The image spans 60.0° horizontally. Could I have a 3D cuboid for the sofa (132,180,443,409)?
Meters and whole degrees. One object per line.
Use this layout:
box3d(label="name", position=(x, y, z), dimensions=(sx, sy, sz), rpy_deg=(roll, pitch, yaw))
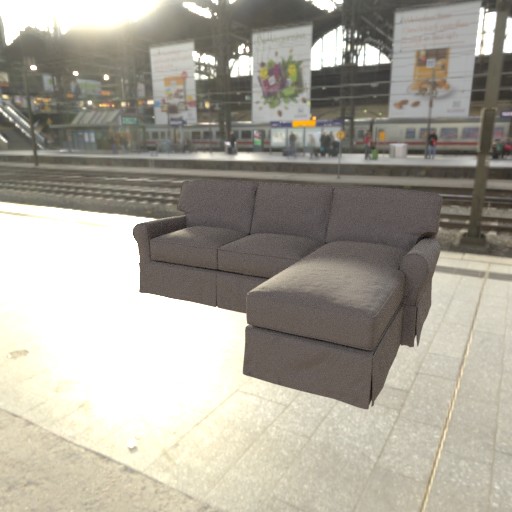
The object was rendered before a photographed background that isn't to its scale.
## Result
box3d(label="sofa", position=(0.000, 0.000, 3.373), dimensions=(2.475, 0.978, 1.733), rpy_deg=(8, 17, 27))
